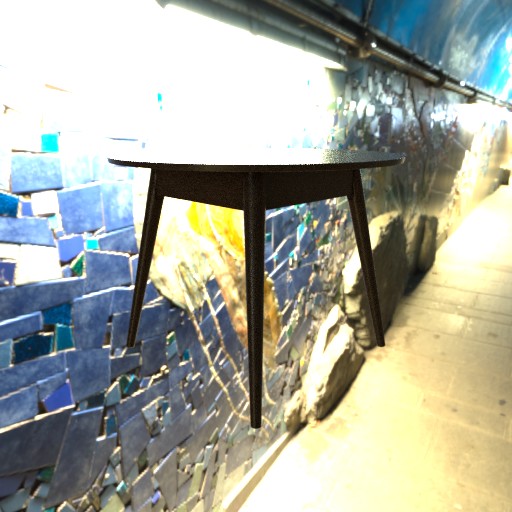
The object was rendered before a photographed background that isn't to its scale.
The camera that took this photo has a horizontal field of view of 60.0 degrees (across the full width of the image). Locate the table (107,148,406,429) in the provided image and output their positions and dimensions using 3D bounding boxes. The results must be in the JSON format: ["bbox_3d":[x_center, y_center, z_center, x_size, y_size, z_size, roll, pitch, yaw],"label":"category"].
[{"bbox_3d":[0.000,0.000,1.748,1.053,0.786,1.053,0,16,0],"label":"table"}]
